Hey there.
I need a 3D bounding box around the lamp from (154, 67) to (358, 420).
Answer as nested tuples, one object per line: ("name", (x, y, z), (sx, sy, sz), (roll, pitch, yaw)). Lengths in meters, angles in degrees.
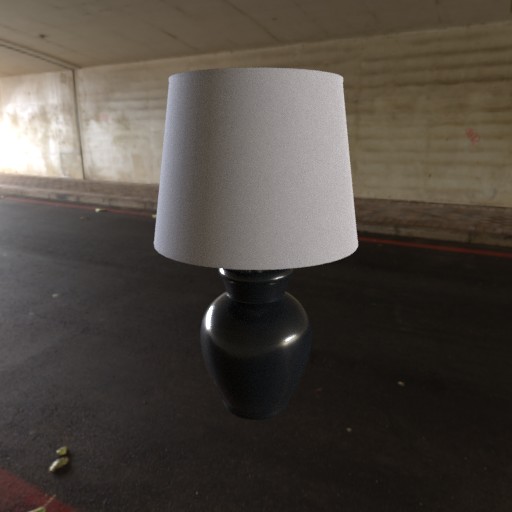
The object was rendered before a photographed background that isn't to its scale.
("lamp", (0.000, 0.000, 0.538), (0.239, 0.399, 0.239), (0, 15, 0))
